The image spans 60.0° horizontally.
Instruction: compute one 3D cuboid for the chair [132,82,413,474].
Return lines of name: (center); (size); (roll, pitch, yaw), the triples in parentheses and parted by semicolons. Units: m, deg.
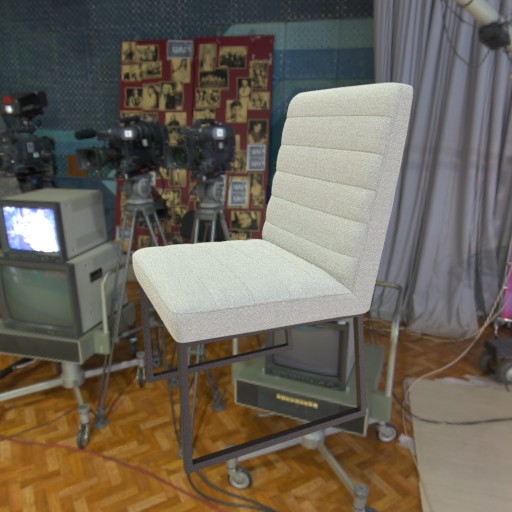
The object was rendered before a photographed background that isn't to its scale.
chair: (0.000, 0.000, 1.286); (0.634, 0.930, 0.520); (-8, 18, -24)
